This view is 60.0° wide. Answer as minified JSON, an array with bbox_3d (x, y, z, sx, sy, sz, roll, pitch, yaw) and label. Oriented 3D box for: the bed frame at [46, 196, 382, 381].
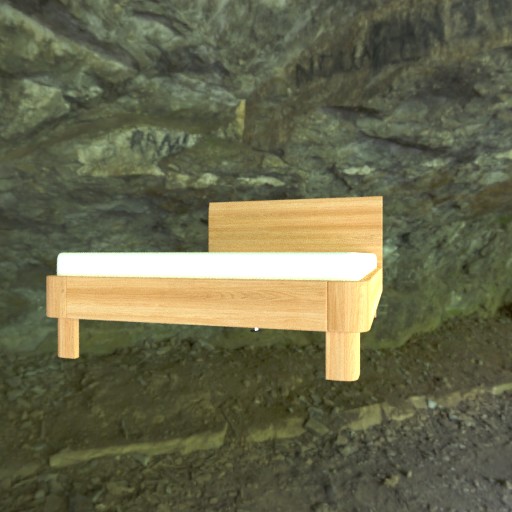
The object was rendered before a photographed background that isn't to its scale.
[{"bbox_3d":[0.000,0.000,2.770,1.472,0.940,1.992,0,0,17],"label":"bed frame"}]
